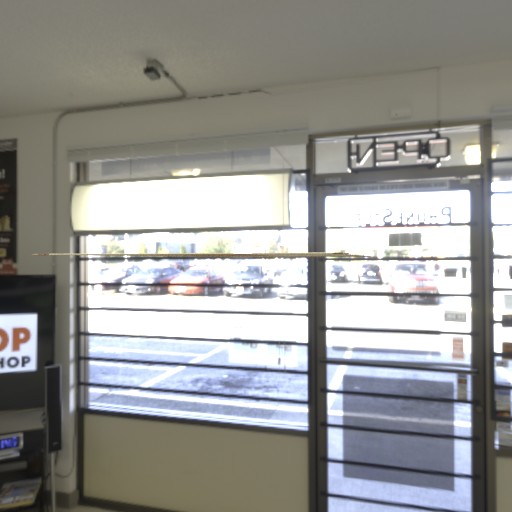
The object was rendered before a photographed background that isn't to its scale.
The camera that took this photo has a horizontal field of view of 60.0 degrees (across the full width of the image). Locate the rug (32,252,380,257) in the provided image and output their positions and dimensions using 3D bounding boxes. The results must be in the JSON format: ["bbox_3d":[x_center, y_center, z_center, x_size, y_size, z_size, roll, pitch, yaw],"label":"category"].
[{"bbox_3d":[0.000,0.000,2.442,1.268,0.007,1.918,0,0,18],"label":"rug"}]
